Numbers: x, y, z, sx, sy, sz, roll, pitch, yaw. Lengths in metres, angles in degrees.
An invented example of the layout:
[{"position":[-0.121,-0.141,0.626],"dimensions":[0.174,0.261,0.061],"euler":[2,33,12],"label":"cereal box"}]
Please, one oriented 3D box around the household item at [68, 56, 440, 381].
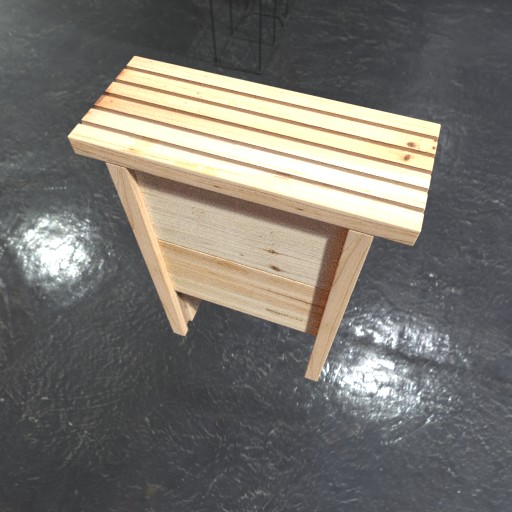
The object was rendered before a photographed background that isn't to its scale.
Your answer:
[{"position":[0.000,0.000,0.556],"dimensions":[0.301,0.407,0.123],"euler":[17,59,10],"label":"household item"}]
